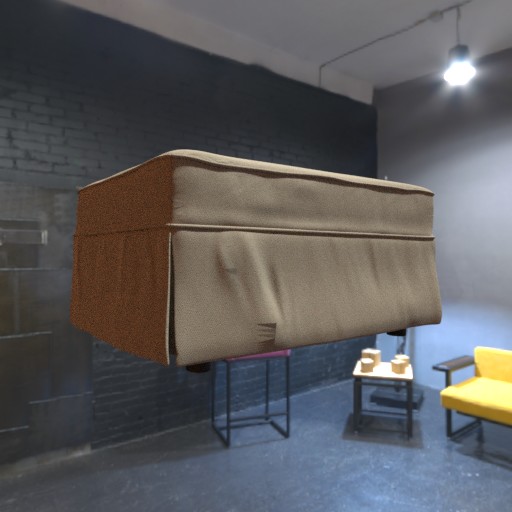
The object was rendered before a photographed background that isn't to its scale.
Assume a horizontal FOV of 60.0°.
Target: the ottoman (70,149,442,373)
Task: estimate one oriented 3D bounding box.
[{"bbox_3d":[0.000,0.000,1.345,0.959,0.482,0.721,0,0,-37],"label":"ottoman"}]
